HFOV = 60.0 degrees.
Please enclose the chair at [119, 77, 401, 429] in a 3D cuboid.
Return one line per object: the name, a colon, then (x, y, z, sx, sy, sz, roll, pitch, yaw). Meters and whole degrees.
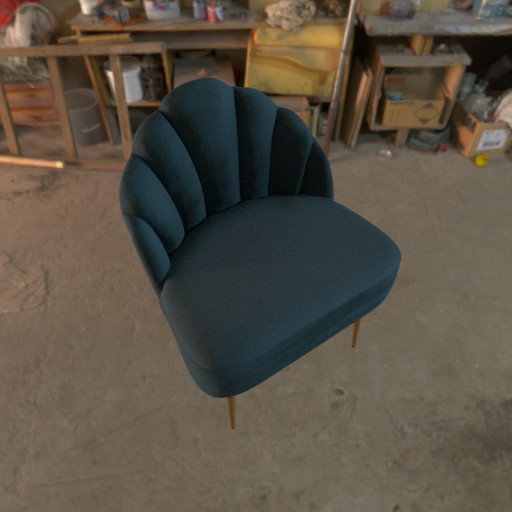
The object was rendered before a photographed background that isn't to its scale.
chair: (0.000, 0.000, 1.279, 0.657, 0.819, 0.599, -27, 53, -23)
